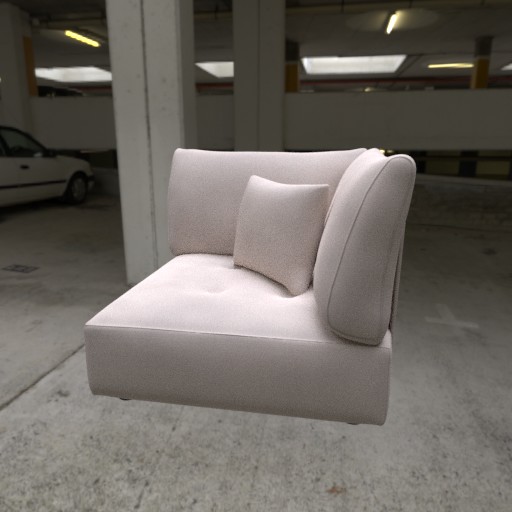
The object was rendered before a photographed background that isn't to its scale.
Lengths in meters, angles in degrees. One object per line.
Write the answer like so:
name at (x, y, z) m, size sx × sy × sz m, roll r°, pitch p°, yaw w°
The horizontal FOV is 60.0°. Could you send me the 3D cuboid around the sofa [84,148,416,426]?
sofa at (0.000, 0.000, 1.753) m, size 1.000 × 0.820 × 1.000 m, roll 3°, pitch 15°, yaw 10°
